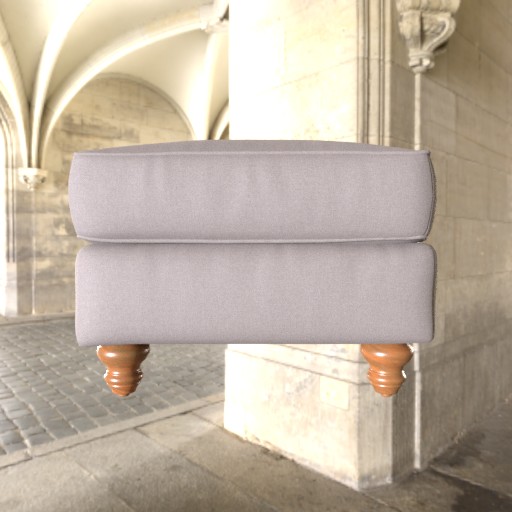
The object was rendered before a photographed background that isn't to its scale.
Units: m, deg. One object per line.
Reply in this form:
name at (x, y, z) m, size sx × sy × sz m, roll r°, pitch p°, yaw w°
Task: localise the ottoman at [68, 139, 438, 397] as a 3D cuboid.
ottoman at (0.000, 0.000, 1.095) m, size 0.662 × 0.505 × 0.721 m, roll 0°, pitch 1°, yaw 0°
